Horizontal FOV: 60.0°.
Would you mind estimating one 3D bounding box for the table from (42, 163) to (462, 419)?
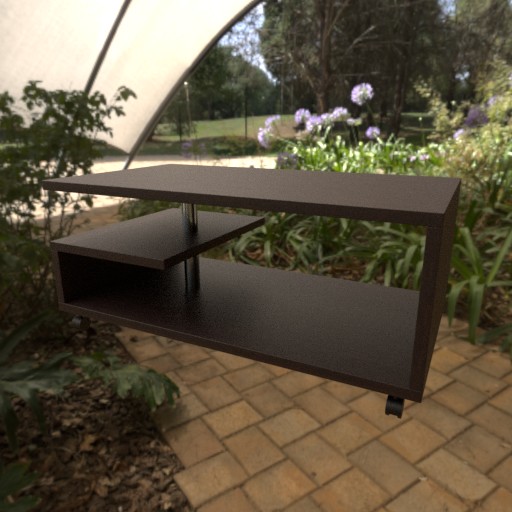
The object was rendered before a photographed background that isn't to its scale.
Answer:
[{"bbox_3d":[0.000,0.000,1.336,1.050,0.460,0.590,8,19,25],"label":"table"}]
